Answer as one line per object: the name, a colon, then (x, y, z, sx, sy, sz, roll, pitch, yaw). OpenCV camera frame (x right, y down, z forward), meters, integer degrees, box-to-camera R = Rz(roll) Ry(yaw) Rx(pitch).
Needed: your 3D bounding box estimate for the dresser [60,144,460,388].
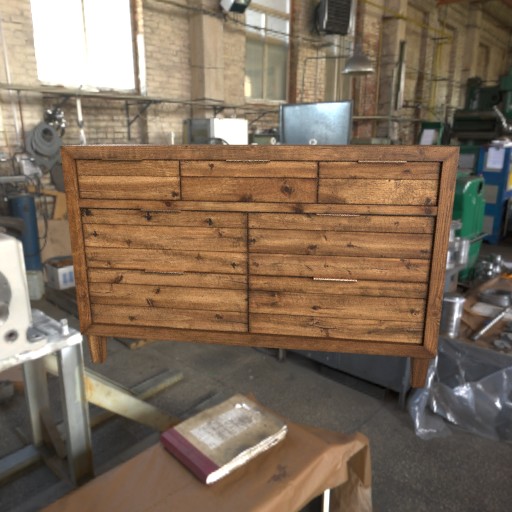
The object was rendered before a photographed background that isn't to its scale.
dresser: (0.000, 0.000, 1.839, 1.387, 0.892, 0.438, 2, 15, 8)
